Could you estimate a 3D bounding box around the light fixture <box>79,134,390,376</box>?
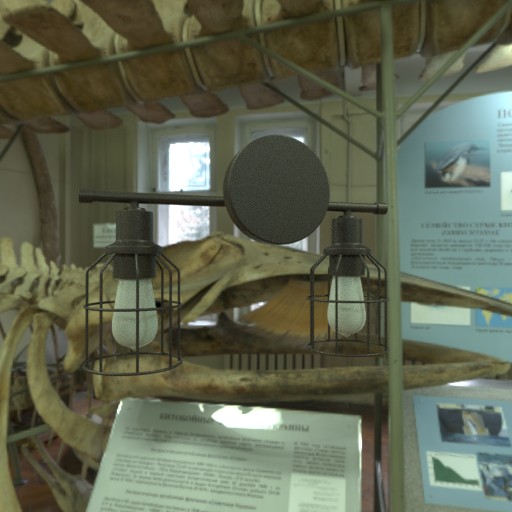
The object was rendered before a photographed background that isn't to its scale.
[{"bbox_3d":[0.000,0.000,0.543,0.406,0.254,0.165,0,-1,-19],"label":"light fixture"}]
